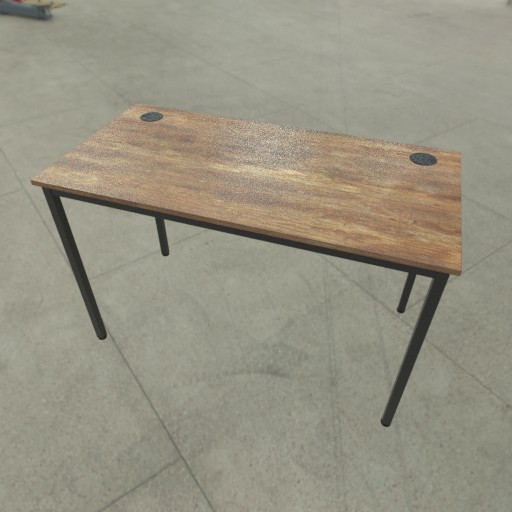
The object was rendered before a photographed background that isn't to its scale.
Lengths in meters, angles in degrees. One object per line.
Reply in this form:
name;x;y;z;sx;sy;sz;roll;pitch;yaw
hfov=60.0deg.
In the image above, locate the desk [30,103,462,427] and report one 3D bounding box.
desk;0.000;0.000;1.615;1.200;0.749;0.600;13;43;14
